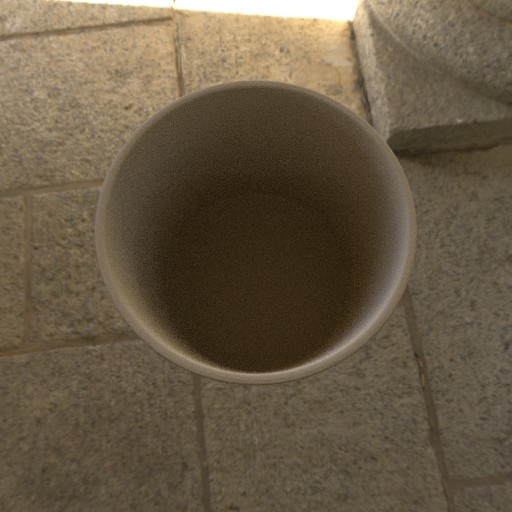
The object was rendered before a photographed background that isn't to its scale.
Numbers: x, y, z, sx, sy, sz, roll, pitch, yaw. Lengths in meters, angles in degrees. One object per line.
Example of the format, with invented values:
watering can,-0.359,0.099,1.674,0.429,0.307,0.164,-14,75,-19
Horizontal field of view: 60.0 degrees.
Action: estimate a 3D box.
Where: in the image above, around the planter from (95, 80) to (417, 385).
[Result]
planter,0.000,0.000,0.402,0.221,0.201,0.221,0,75,0
